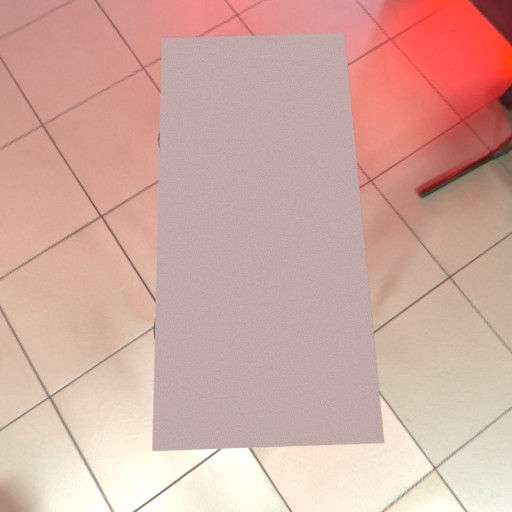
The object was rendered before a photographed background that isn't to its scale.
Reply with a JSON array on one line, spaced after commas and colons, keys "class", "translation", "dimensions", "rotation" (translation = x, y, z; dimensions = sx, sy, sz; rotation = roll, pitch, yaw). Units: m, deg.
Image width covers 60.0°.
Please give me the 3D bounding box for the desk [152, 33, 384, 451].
[{"class": "desk", "translation": [0.000, 0.000, 1.470], "dimensions": [0.525, 0.780, 1.057], "rotation": [-2, 76, 0]}]
